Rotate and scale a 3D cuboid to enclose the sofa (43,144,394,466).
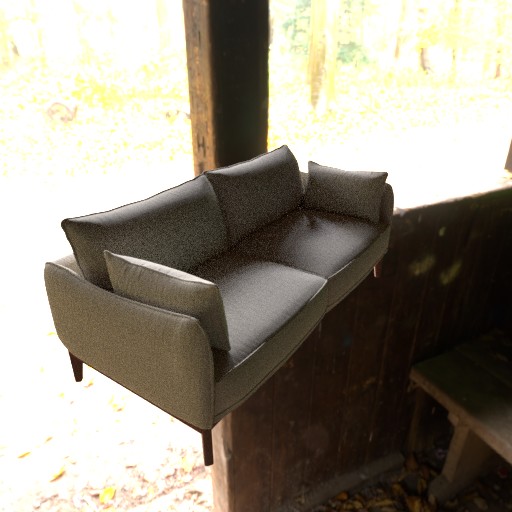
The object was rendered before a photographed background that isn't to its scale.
[{"bbox_3d":[0.000,0.000,2.493,0.991,0.860,1.989,17,31,30],"label":"sofa"}]
